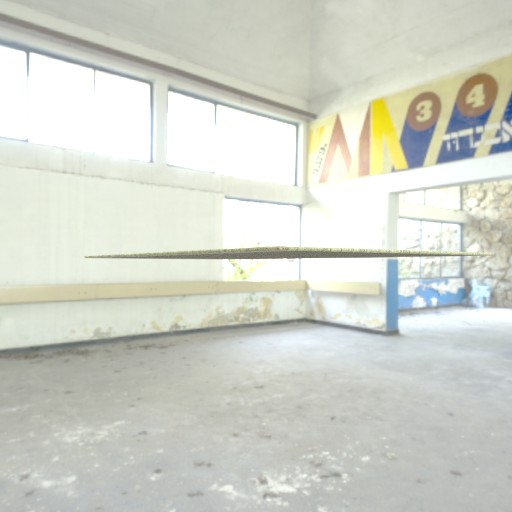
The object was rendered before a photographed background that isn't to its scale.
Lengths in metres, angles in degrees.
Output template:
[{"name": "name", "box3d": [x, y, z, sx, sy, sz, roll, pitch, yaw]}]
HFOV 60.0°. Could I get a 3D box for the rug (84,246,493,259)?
[{"name": "rug", "box3d": [0.000, 0.000, 2.320, 1.243, 0.014, 1.846, 1, -1, -37]}]
